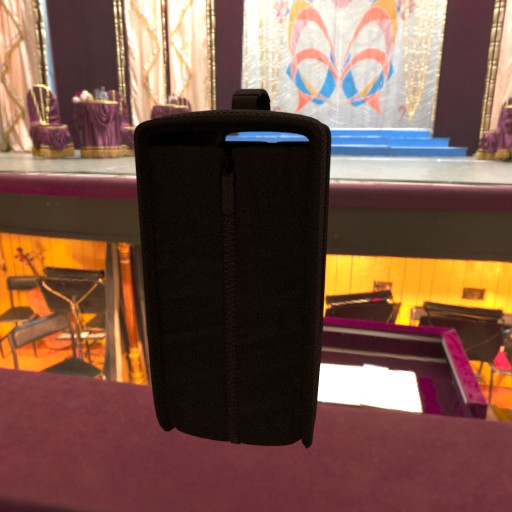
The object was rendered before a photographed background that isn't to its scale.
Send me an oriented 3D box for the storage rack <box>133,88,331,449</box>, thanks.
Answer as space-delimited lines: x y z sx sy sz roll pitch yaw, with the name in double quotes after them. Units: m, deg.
0.000 0.000 0.548 0.168 0.387 0.297 3 16 10 "storage rack"
